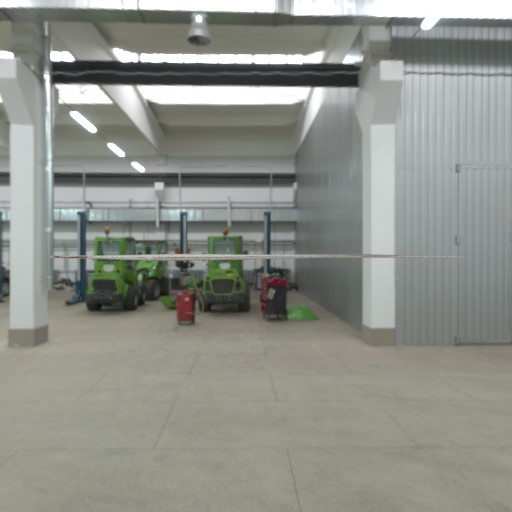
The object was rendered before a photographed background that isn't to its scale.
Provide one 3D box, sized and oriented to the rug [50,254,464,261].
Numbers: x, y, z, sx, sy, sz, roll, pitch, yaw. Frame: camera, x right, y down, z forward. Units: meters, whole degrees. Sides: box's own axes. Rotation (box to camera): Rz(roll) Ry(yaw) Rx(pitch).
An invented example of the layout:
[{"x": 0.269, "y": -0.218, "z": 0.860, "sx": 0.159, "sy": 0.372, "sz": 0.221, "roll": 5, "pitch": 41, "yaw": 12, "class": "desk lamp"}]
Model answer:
[{"x": 0.000, "y": 0.000, "z": 4.293, "sx": 3.202, "sy": 0.045, "sz": 2.434, "roll": 0, "pitch": 0, "yaw": -37, "class": "rug"}]
